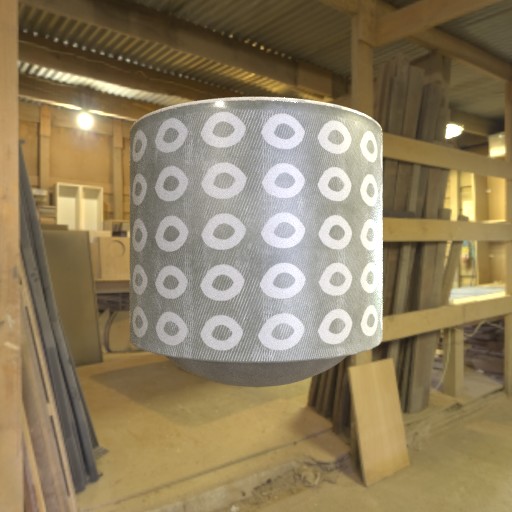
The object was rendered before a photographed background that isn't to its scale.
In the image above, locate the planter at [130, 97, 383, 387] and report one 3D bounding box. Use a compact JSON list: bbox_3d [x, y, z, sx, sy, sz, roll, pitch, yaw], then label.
[{"bbox_3d":[0.000,0.000,0.456,0.250,0.239,0.250,0,0,0],"label":"planter"}]
